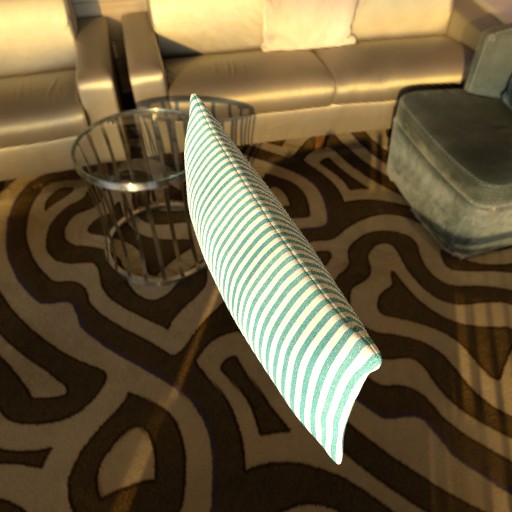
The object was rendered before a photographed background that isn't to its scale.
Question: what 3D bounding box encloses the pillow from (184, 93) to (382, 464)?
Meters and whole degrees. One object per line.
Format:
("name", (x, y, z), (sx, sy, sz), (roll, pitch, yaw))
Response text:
("pillow", (0.000, 0.000, 0.731), (0.151, 0.295, 0.617), (-17, 48, -16))
